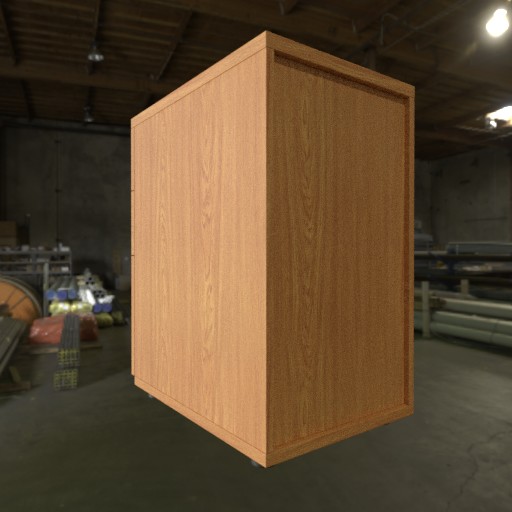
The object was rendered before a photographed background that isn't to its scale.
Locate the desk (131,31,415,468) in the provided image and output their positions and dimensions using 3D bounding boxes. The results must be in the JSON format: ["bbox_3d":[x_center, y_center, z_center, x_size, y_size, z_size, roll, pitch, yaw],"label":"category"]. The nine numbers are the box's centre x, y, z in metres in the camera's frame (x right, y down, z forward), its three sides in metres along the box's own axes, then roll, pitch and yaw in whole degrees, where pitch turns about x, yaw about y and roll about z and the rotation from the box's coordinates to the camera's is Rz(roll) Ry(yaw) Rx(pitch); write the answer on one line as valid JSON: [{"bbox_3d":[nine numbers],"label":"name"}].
[{"bbox_3d":[0.000,0.000,1.075,0.404,0.730,0.600,0,1,-36],"label":"desk"}]
